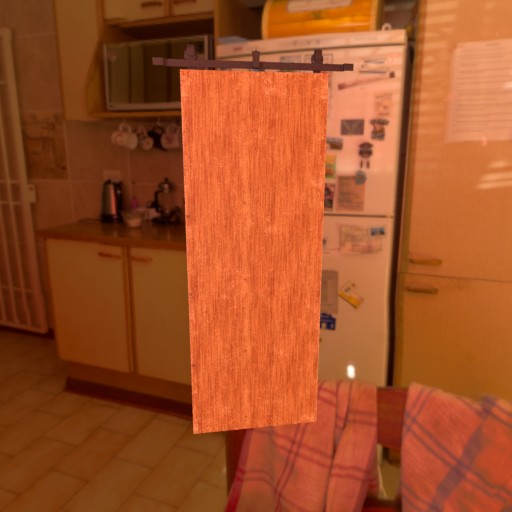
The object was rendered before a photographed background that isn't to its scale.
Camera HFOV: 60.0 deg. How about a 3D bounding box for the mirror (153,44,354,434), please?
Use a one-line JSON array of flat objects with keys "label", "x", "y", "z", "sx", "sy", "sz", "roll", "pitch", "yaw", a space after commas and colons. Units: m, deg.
[{"label": "mirror", "x": 0.000, "y": 0.000, "z": 2.057, "sx": 0.847, "sy": 1.793, "sz": 0.042, "roll": -2, "pitch": 14, "yaw": -9}]
